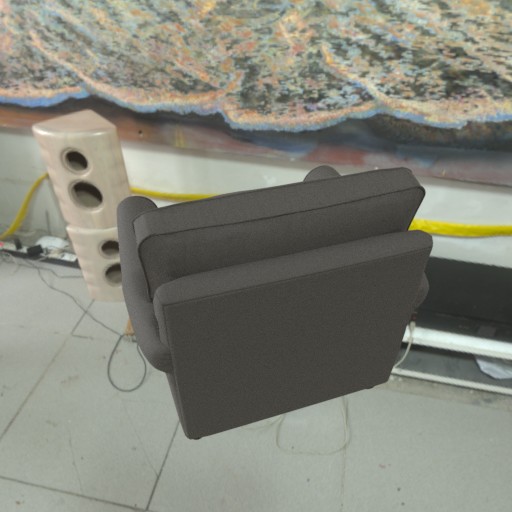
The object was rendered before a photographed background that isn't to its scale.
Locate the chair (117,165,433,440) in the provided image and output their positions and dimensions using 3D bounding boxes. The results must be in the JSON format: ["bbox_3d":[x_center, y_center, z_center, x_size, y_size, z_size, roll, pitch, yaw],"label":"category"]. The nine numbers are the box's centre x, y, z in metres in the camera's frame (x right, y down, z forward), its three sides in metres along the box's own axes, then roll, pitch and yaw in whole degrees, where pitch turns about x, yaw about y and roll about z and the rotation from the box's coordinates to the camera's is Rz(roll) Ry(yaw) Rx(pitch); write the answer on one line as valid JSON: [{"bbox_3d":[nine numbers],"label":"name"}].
[{"bbox_3d":[0.000,0.000,1.767,1.029,0.967,0.966,-12,42,-13],"label":"chair"}]
